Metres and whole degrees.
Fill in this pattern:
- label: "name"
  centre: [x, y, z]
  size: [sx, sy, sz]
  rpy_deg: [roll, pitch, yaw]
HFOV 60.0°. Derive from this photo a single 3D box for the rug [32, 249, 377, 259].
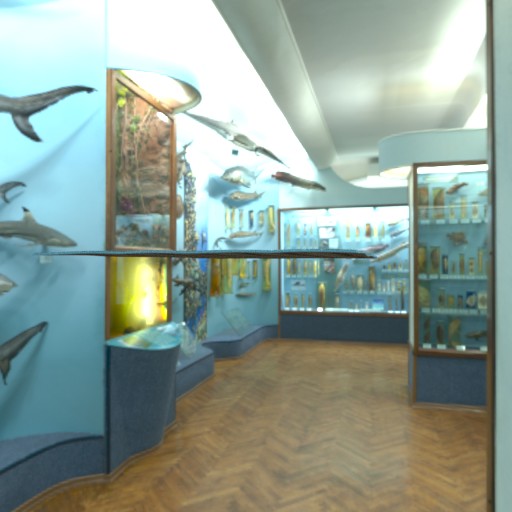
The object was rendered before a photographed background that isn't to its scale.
- label: "rug"
  centre: [0.000, 0.000, 2.351]
  size: [1.195, 0.014, 1.847]
  rpy_deg: [0, -1, 17]
